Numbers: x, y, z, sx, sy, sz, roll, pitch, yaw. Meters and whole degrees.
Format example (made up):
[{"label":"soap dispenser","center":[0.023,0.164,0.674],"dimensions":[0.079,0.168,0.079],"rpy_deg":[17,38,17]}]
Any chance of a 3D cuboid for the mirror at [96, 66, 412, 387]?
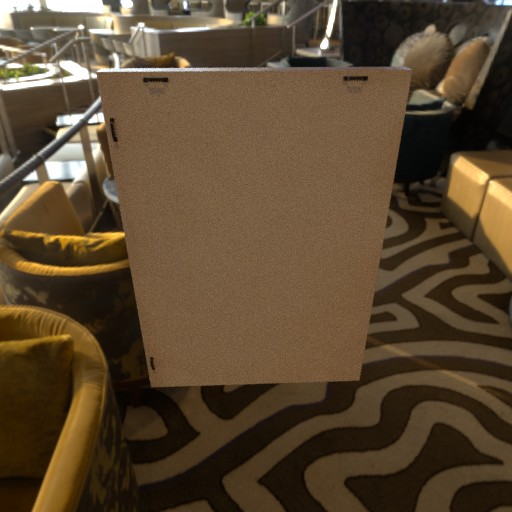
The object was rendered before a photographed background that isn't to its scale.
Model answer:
[{"label":"mirror","center":[0.000,0.000,0.906],"dimensions":[0.508,0.711,0.039],"rpy_deg":[-1,31,-2]}]
